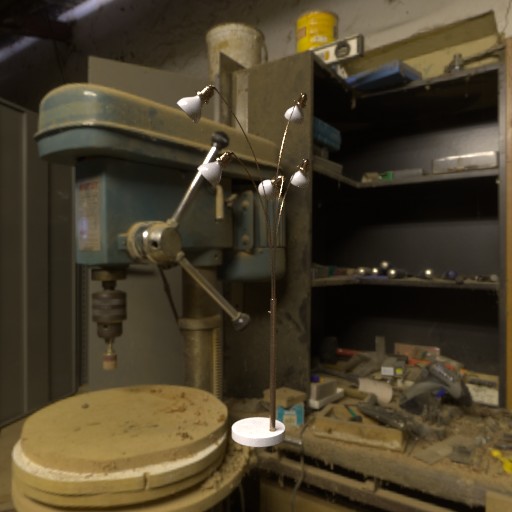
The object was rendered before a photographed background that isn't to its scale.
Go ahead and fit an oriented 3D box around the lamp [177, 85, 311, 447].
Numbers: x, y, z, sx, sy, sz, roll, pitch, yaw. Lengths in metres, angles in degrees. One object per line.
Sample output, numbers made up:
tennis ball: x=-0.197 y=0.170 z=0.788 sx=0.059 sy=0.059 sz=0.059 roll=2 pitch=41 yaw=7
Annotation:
lamp: x=0.000 y=0.000 z=2.963 sx=0.361 sy=2.423 sz=1.405 roll=0 pitch=0 yaw=36
